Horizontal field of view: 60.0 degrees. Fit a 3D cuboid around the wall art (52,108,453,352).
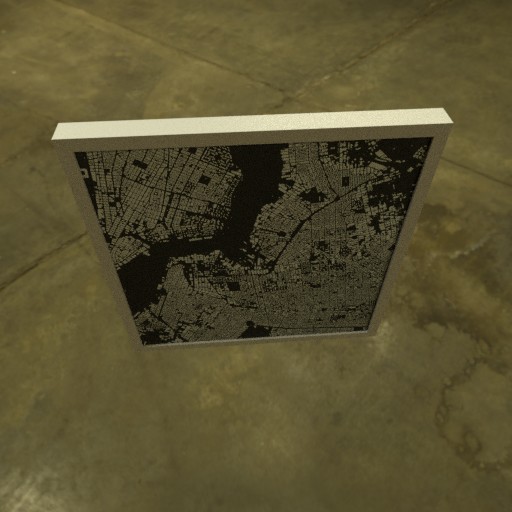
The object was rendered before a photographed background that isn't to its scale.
[{"bbox_3d":[0.000,0.000,0.756,0.506,0.506,0.038,-3,48,-3],"label":"wall art"}]
